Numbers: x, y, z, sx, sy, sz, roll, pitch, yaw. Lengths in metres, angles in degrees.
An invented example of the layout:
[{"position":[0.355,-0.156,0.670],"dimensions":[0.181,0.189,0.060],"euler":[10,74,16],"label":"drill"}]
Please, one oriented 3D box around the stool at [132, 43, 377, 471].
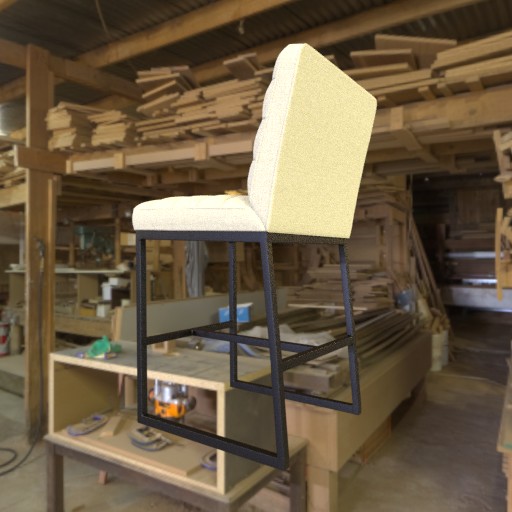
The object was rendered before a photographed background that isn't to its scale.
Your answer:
[{"position":[0.000,0.000,1.279],"dimensions":[0.560,0.940,0.460],"euler":[0,0,35],"label":"stool"}]
